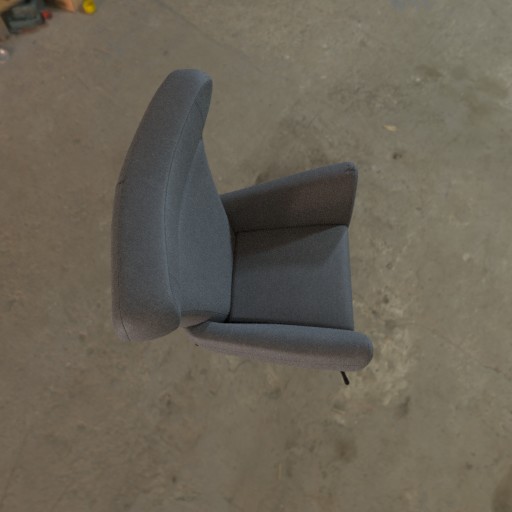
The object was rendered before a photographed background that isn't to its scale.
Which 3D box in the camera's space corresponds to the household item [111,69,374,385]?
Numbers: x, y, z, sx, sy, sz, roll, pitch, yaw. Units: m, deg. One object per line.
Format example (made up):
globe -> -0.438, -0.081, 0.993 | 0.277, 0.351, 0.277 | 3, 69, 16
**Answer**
household item -> 0.000, 0.000, 1.769 | 0.900, 1.050, 0.980 | 2, 62, 1
